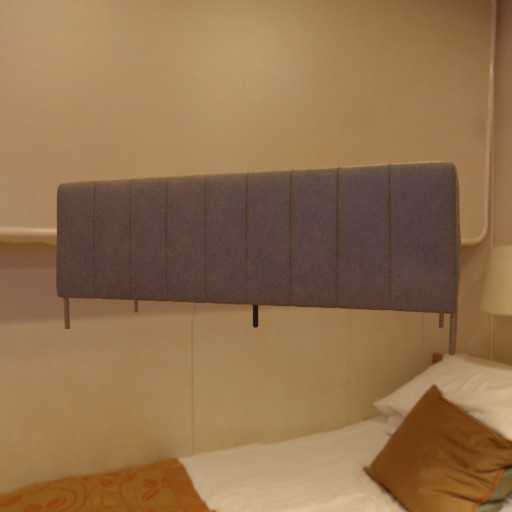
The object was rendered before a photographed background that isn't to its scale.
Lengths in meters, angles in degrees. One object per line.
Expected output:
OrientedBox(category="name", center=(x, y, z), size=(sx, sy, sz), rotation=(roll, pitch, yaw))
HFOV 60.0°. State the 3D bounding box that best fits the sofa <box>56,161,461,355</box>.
OrientedBox(category="sofa", center=(0.000, 0.000, 2.405), size=(1.980, 0.779, 0.876), rotation=(0, 1, 18))
